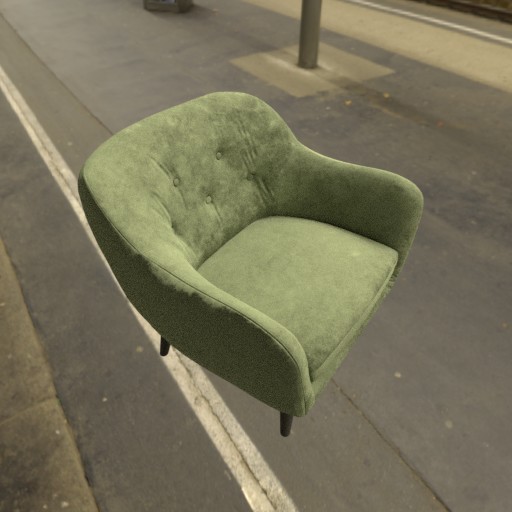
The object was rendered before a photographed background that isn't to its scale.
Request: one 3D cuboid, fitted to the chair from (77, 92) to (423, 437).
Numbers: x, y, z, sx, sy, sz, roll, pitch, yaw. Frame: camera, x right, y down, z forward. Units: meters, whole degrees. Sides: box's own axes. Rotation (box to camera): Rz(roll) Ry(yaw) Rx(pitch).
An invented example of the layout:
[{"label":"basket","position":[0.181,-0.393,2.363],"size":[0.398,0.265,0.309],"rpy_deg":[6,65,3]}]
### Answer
[{"label":"chair","position":[0.000,0.000,1.472],"size":[0.819,0.804,0.840],"rpy_deg":[25,47,26]}]
